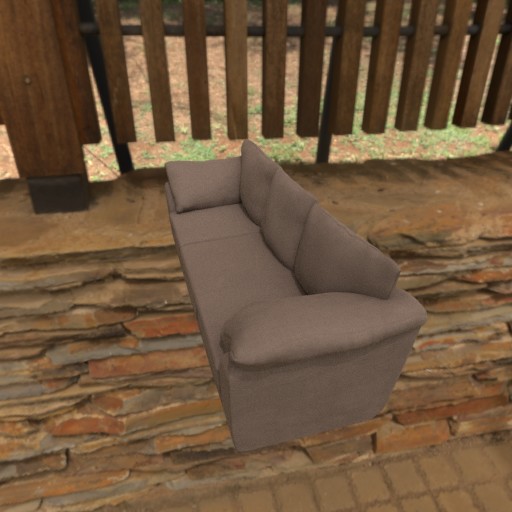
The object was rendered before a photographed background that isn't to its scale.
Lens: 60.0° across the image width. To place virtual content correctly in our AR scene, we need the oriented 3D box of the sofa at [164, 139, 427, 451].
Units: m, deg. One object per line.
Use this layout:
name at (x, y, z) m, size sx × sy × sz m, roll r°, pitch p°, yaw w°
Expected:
sofa at (0.000, 0.000, 2.798) m, size 0.893 × 0.981 × 2.377 m, roll -8°, pitch 31°, yaw -14°
